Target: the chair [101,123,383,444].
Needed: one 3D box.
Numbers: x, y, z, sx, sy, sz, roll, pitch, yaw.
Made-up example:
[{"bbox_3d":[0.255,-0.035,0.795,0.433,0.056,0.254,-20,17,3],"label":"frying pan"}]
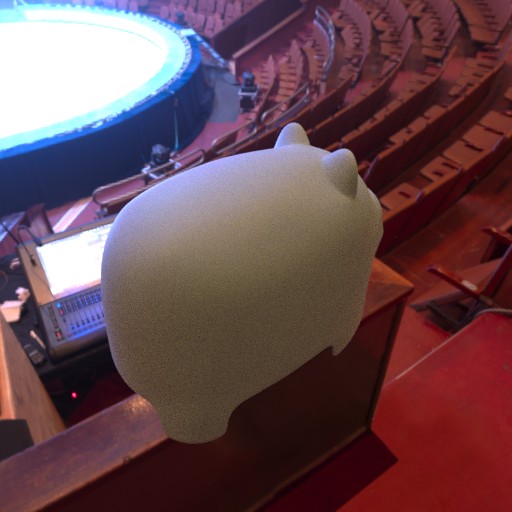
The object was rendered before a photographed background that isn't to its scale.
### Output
[{"bbox_3d":[0.000,0.000,0.870,0.619,0.423,0.364,-25,46,-27],"label":"chair"}]
